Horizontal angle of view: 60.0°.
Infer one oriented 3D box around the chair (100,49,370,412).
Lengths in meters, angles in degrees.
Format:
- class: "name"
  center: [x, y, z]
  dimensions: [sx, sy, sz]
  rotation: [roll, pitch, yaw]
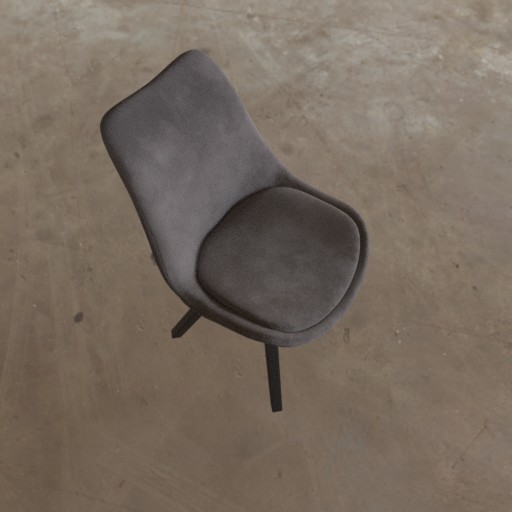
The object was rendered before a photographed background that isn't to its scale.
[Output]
- class: "chair"
  center: [0.000, 0.000, 1.164]
  dimensions: [0.550, 0.850, 0.476]
  rotation: [30, 62, 18]
